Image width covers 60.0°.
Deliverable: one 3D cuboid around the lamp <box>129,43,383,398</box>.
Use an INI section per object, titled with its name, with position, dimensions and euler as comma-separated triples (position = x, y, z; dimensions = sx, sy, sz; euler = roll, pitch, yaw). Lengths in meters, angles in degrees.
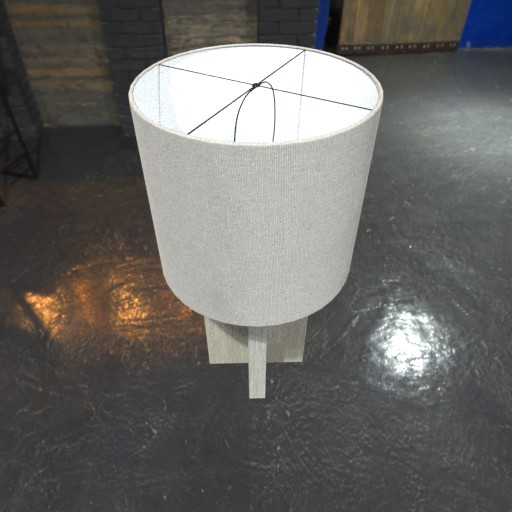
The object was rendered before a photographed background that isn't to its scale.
[lamp]
position = 0.000, 0.000, 0.549
dimensions = 0.229, 0.428, 0.229
euler = -1, 43, -1
